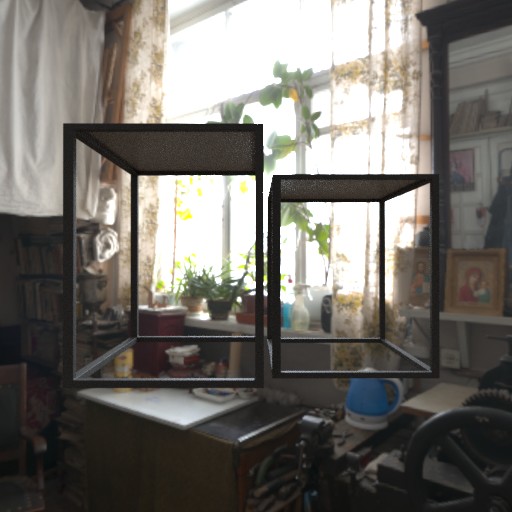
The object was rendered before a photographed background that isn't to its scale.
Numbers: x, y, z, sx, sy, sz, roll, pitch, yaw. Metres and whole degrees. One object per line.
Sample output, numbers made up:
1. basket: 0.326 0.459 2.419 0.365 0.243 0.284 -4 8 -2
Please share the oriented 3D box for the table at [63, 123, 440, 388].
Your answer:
1. table: 0.000 0.000 1.158 0.788 0.540 0.508 0 0 0
